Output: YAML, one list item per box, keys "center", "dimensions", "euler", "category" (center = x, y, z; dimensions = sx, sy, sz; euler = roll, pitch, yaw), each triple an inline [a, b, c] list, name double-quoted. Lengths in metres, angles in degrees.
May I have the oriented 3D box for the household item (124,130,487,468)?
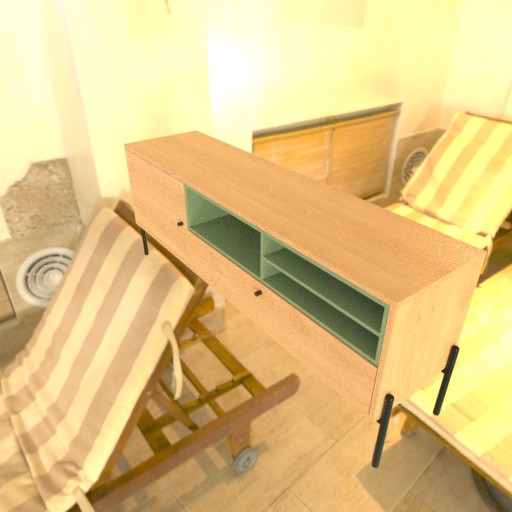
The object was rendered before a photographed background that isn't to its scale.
- center: [0.000, 0.000, 1.744]
  dimensions: [0.400, 0.600, 1.550]
  euler: [-21, 37, -31]
  category: "household item"
